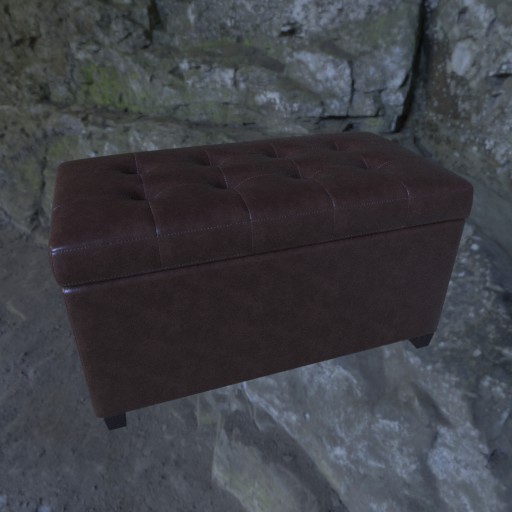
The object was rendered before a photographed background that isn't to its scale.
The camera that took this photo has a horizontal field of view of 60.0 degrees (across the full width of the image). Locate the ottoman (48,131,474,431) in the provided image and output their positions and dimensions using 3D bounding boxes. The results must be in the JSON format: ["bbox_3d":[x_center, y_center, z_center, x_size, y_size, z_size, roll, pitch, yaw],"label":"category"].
[{"bbox_3d":[0.000,0.000,1.080,0.838,0.470,0.432,-10,32,-16],"label":"ottoman"}]
